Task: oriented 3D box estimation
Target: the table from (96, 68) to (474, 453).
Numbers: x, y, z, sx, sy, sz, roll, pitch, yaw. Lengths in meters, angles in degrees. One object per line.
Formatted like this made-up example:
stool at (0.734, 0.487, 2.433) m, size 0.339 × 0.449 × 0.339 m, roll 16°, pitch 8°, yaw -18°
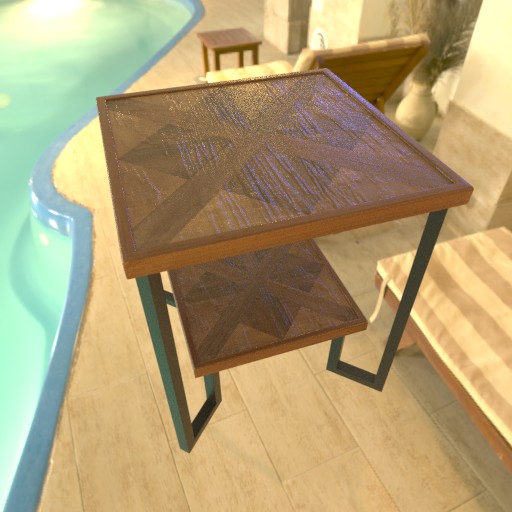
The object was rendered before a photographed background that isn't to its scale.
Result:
table at (0.000, 0.000, 0.950) m, size 0.503 × 0.563 × 0.503 m, roll -13°, pitch 44°, yaw -13°
